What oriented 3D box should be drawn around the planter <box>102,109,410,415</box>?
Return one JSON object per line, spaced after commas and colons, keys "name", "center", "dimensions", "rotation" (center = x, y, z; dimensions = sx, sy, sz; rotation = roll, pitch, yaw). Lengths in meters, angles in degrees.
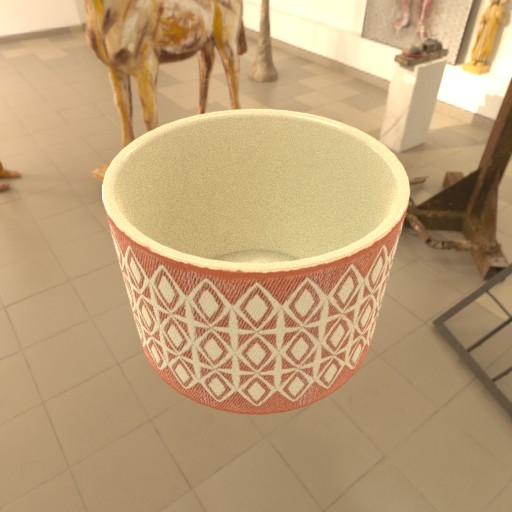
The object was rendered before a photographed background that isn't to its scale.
{"name": "planter", "center": [0.000, 0.000, 0.332], "dimensions": [0.192, 0.148, 0.192], "rotation": [0, 41, 0]}
